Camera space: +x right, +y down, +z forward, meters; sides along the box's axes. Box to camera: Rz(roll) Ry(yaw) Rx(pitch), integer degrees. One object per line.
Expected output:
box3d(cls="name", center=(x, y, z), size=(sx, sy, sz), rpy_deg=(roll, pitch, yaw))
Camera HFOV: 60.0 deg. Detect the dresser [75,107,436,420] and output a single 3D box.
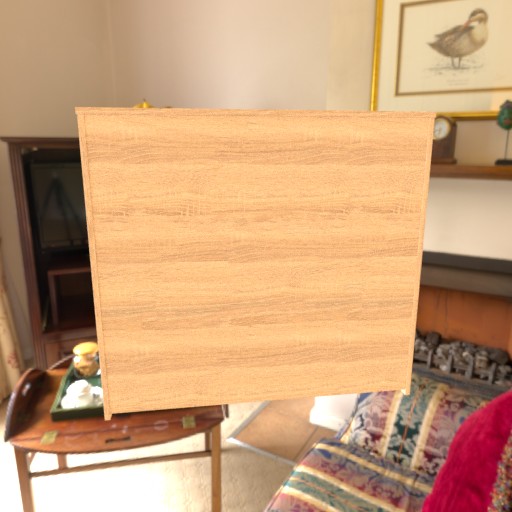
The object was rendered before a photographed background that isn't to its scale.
box3d(cls="dresser", center=(0.000, 0.000, 1.478), size=(0.980, 0.900, 0.380), rpy_deg=(-2, 14, -8))
